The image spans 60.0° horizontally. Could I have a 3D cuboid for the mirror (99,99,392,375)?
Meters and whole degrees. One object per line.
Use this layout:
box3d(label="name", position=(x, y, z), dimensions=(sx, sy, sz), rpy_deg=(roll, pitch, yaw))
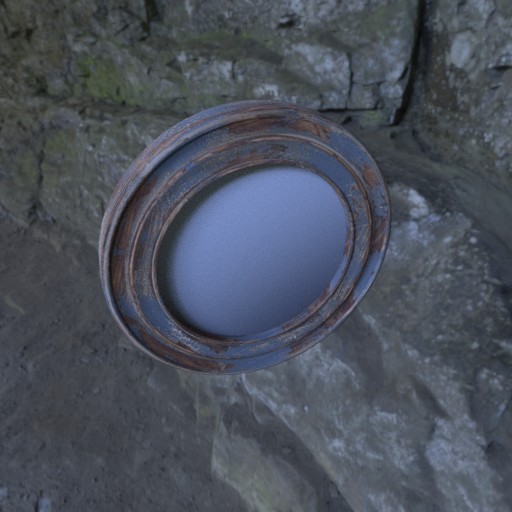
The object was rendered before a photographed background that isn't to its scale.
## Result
box3d(label="mirror", position=(0.000, 0.000, 0.878), dimensions=(0.585, 0.585, 0.061), rpy_deg=(-10, 33, -16))
